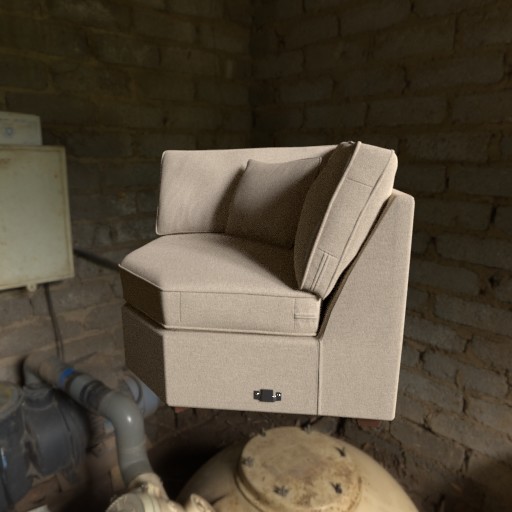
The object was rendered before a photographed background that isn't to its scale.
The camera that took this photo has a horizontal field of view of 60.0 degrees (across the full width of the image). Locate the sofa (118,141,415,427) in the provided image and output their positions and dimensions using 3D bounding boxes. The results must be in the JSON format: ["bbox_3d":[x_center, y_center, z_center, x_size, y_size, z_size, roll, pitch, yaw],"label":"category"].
[{"bbox_3d":[0.000,0.000,1.863,1.050,0.937,1.042,2,14,8],"label":"sofa"}]
